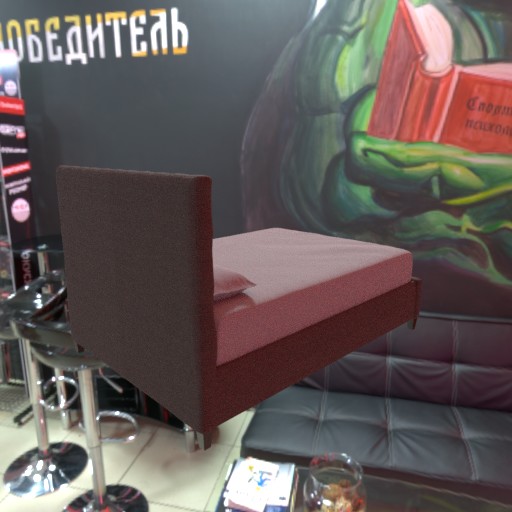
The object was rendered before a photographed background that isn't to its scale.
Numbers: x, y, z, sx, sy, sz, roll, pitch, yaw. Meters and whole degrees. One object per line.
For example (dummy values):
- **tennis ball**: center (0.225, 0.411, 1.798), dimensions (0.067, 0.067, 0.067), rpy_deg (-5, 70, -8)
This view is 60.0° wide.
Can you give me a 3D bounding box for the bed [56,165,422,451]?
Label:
- **bed**: center (0.000, 0.000, 3.517), dimensions (2.387, 1.427, 1.698), rpy_deg (-13, 19, -42)
